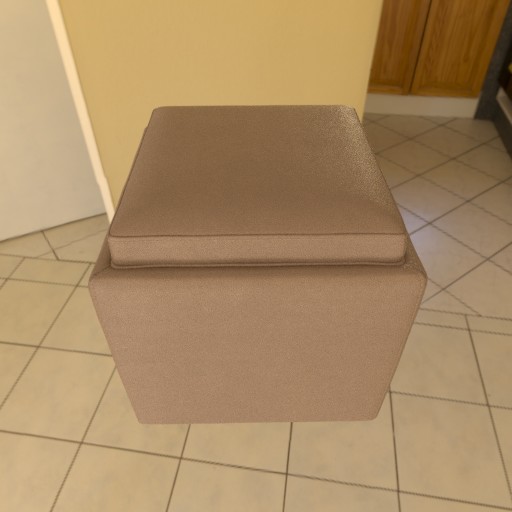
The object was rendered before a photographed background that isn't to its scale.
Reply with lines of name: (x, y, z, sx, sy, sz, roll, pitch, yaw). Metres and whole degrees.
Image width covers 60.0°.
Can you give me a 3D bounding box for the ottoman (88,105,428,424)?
ottoman: (0.000, 0.000, 0.824, 0.450, 0.460, 0.451, -1, 42, -1)
